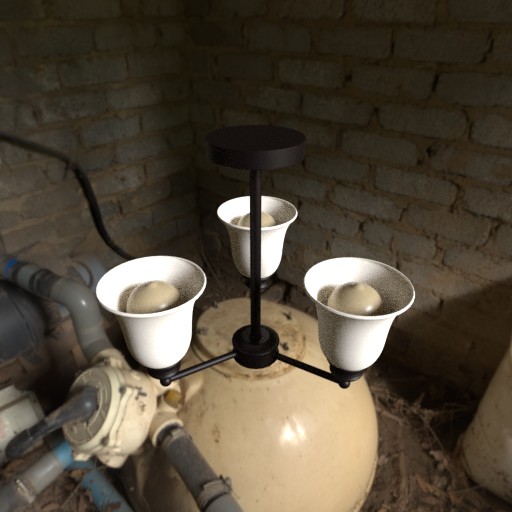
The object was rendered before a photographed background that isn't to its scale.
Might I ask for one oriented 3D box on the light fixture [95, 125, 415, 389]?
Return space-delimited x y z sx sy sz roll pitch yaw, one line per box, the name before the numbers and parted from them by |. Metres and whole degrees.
light fixture | 0.000 0.000 0.654 0.388 0.370 0.354 0 30 1
